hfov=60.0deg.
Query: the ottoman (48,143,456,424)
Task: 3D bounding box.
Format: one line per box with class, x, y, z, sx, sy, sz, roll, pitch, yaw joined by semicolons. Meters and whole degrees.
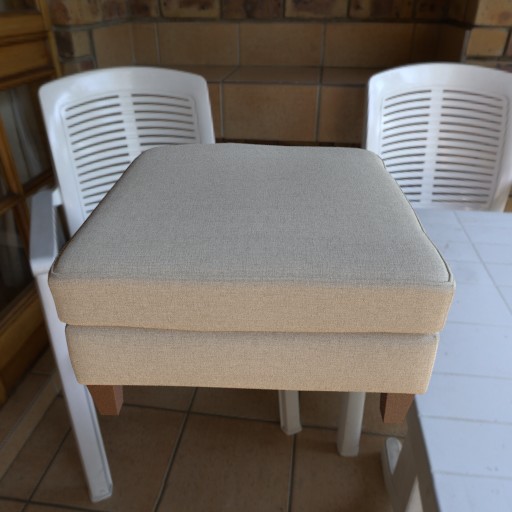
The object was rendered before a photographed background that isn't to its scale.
ottoman;0.000;0.000;1.320;0.838;0.503;0.838;1;31;2
